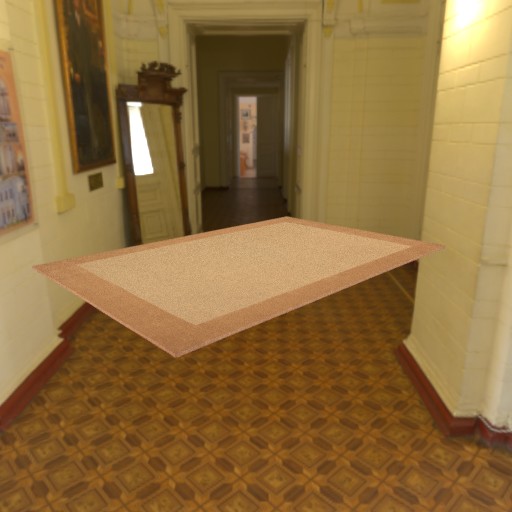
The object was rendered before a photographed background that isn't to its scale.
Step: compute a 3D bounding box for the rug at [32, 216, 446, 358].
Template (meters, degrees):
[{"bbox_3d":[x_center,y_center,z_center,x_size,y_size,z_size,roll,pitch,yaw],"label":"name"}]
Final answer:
[{"bbox_3d":[0.000,0.000,2.325,1.829,0.014,1.219,-15,22,-42],"label":"rug"}]
